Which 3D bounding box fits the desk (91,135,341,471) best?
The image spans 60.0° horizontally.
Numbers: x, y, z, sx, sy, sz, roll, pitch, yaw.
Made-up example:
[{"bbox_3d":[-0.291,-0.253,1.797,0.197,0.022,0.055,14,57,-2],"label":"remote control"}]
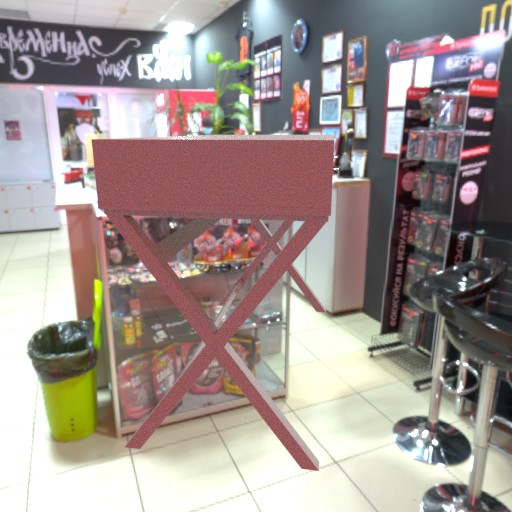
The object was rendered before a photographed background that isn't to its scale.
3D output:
[{"bbox_3d":[0.000,0.000,1.498,0.525,0.780,1.057,3,16,9],"label":"desk"}]
